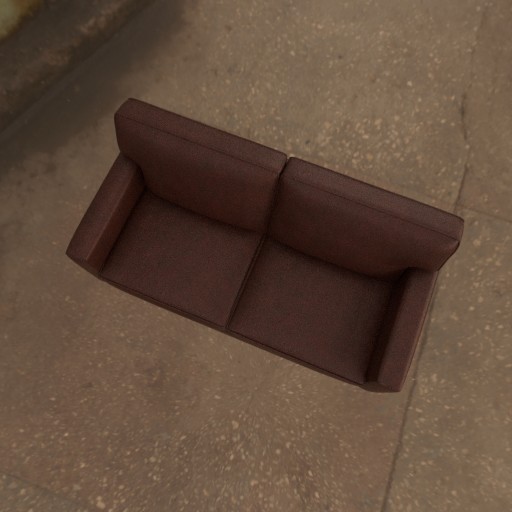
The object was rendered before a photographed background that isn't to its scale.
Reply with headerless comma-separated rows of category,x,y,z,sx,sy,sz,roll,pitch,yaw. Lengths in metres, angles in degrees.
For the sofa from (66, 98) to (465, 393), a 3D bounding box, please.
sofa,0.000,0.000,2.466,1.876,0.928,0.912,21,75,6
